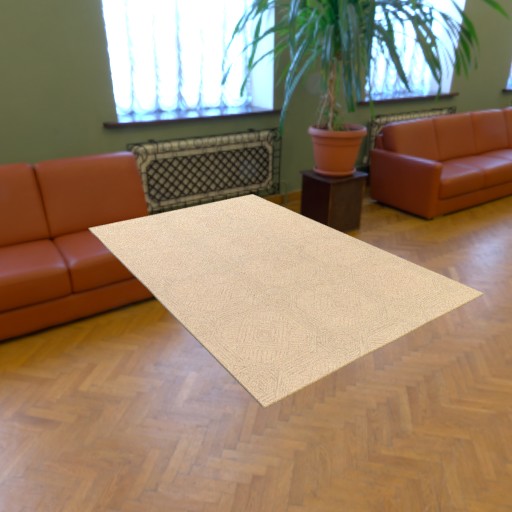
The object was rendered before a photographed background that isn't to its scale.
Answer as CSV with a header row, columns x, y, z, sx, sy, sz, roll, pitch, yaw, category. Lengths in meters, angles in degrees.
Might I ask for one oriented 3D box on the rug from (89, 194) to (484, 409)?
x,y,z,sx,sy,sz,roll,pitch,yaw,category
0.000,0.000,2.359,1.236,0.009,1.839,-16,30,-31,rug
